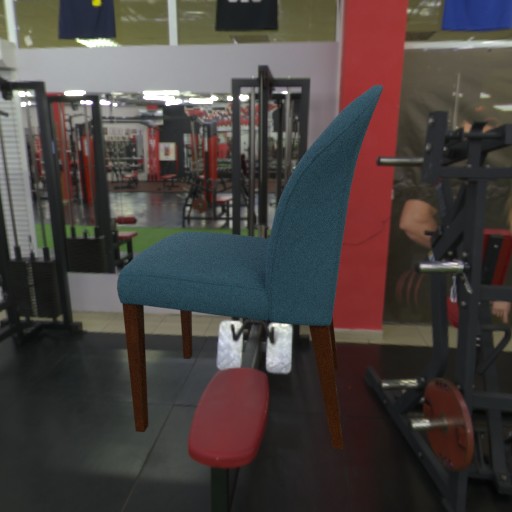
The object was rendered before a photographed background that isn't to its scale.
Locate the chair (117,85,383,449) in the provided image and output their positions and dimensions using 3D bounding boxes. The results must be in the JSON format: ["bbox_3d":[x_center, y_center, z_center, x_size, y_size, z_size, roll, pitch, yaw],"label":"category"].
[{"bbox_3d":[0.000,0.000,1.238,0.620,0.879,0.507,2,14,8],"label":"chair"}]
